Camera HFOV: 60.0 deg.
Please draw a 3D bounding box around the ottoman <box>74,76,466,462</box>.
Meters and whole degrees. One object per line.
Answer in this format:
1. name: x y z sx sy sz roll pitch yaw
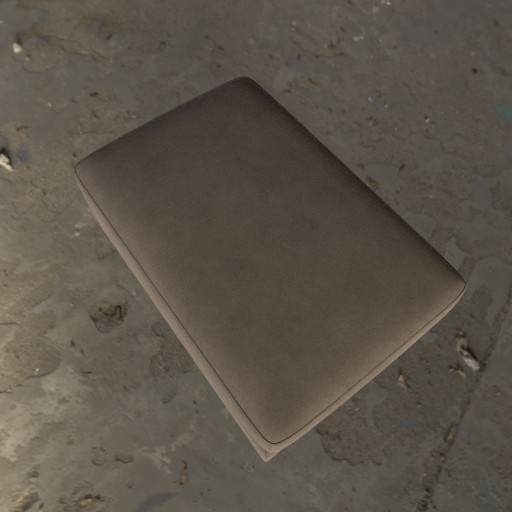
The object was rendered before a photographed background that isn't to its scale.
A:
1. ottoman: 0.000 0.000 1.209 0.584 0.483 0.864 -34 68 -16
